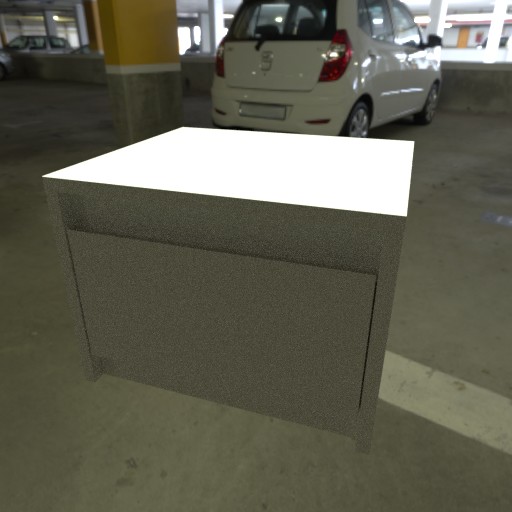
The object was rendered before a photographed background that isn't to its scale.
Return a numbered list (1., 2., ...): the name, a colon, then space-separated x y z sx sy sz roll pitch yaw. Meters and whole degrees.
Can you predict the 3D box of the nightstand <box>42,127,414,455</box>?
1. nightstand: 0.000 0.000 0.778 0.470 0.351 0.408 8 27 17
